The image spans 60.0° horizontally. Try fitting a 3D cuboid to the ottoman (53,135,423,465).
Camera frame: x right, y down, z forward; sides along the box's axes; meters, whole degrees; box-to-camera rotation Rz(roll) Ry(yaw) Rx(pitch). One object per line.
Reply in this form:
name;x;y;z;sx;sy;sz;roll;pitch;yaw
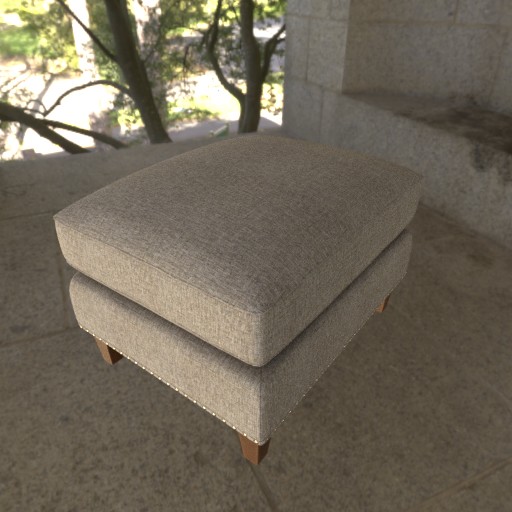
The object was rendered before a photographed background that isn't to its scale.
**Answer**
ottoman;0.000;0.000;1.152;0.584;0.513;0.741;21;37;31
